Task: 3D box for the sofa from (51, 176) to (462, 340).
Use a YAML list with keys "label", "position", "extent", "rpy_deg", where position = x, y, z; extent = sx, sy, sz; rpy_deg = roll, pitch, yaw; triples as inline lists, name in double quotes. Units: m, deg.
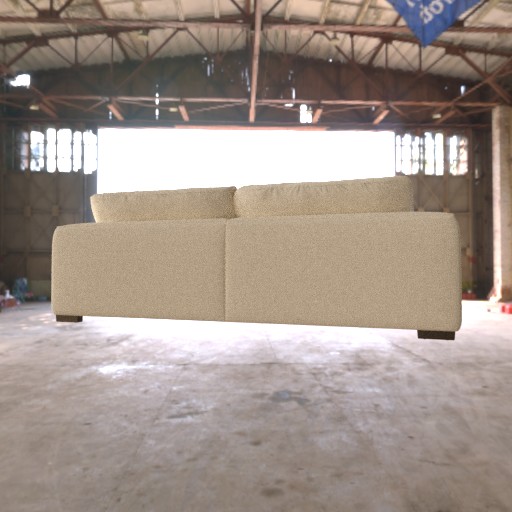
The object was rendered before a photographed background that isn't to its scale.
- label: "sofa"
  position: [0.000, 0.000, 2.809]
  extent: [2.262, 0.801, 1.070]
  rpy_deg: [0, -1, 18]
